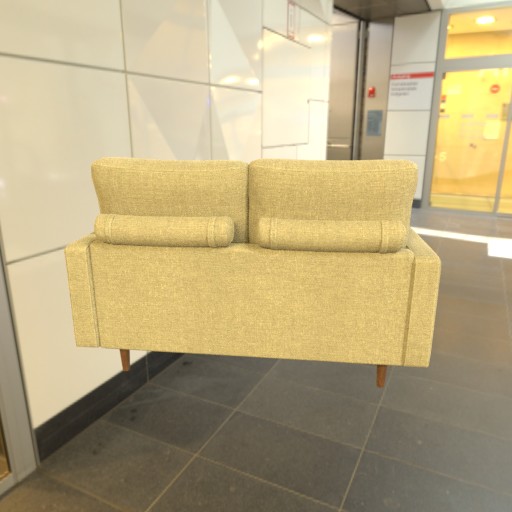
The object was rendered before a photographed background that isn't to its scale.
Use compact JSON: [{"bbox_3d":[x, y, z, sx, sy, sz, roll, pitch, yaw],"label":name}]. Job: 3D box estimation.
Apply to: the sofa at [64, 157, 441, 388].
[{"bbox_3d":[0.000,0.000,2.020,1.407,0.907,0.842,2,17,7],"label":"sofa"}]
